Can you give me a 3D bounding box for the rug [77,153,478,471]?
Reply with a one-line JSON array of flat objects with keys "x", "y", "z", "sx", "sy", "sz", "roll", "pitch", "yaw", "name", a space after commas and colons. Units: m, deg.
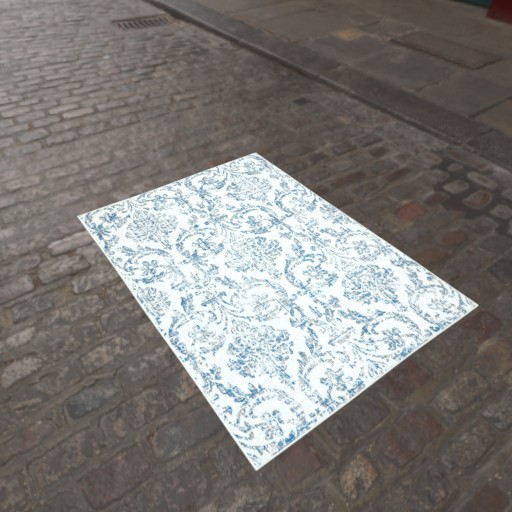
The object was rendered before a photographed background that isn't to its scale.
[{"x": 0.000, "y": 0.000, "z": 2.871, "sx": 1.586, "sy": 0.014, "sz": 2.197, "roll": -26, "pitch": 48, "yaw": -26, "name": "rug"}]
